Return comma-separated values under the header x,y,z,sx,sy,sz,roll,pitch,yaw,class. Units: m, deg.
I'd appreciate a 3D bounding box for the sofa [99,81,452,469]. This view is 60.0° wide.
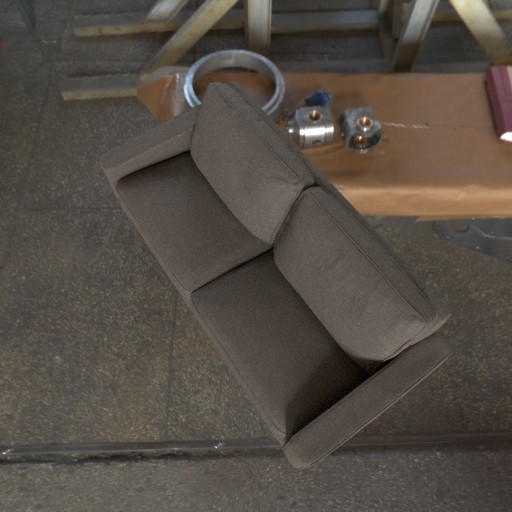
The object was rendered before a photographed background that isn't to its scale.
x,y,z,sx,sy,sz,roll,pitch,yaw,class
0.000,0.000,2.513,0.940,0.919,2.080,-32,68,-15,sofa
